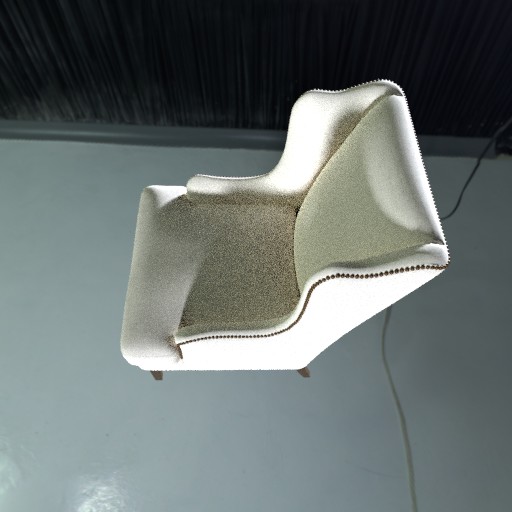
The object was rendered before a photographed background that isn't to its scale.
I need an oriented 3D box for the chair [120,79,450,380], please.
[{"bbox_3d":[0.000,0.000,1.636,0.940,1.029,0.737,-1,59,-1],"label":"chair"}]
